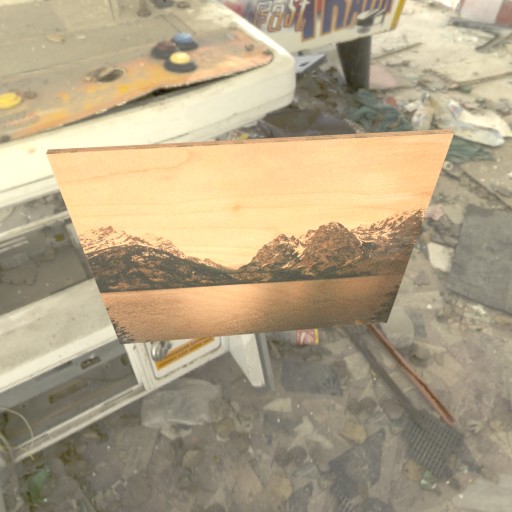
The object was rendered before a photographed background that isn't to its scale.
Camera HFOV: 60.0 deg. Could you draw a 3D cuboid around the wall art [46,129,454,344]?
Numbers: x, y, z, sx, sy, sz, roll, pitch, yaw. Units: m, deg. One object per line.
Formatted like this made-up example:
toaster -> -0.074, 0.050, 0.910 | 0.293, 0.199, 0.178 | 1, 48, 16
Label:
wall art -> 0.000, 0.000, 0.698 | 0.508, 0.408, 0.010 | -4, 46, -4
